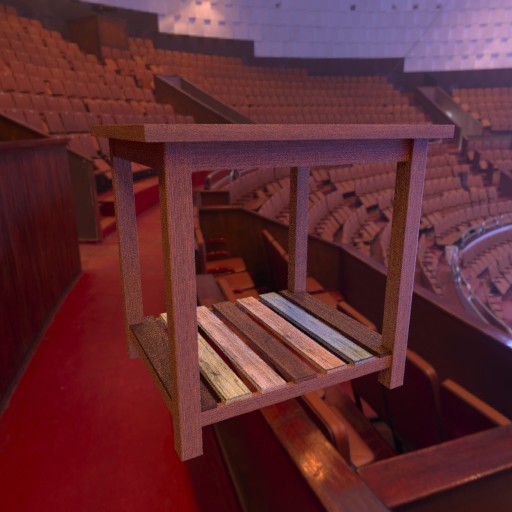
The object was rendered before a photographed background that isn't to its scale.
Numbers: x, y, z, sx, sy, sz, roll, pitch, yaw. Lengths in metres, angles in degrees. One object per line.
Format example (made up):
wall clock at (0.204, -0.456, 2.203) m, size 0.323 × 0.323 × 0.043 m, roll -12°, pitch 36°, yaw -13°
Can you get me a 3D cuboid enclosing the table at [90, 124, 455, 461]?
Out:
table at (0.000, 0.000, 1.122) m, size 0.660 × 0.635 × 0.559 m, roll -8°, pitch 18°, yaw -26°
